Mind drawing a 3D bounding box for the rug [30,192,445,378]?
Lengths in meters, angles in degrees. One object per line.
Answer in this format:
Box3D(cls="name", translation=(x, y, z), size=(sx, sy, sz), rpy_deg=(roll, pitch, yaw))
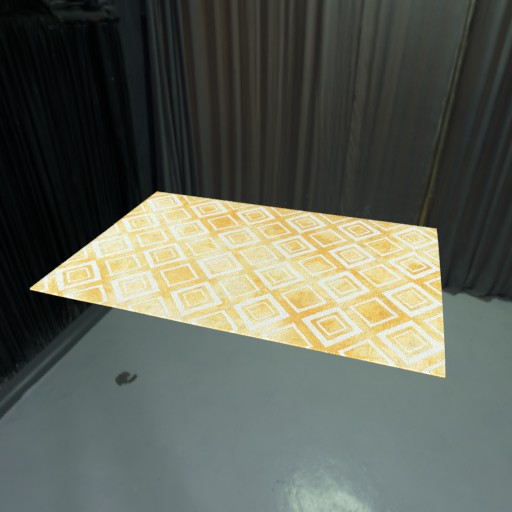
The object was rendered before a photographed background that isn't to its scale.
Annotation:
Box3D(cls="rug", translation=(0.000, 0.000, 2.325), size=(1.829, 0.010, 1.213), rpy_deg=(9, 32, 15))
